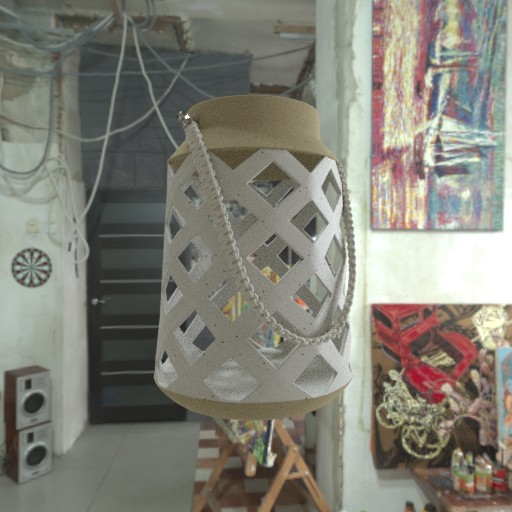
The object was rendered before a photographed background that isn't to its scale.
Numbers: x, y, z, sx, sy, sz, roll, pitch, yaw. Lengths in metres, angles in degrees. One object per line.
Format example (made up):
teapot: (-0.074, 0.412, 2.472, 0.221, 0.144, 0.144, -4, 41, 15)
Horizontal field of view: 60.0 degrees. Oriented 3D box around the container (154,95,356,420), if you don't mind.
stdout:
container: (0.000, 0.000, 0.364, 0.163, 0.229, 0.172, -1, 1, -34)
